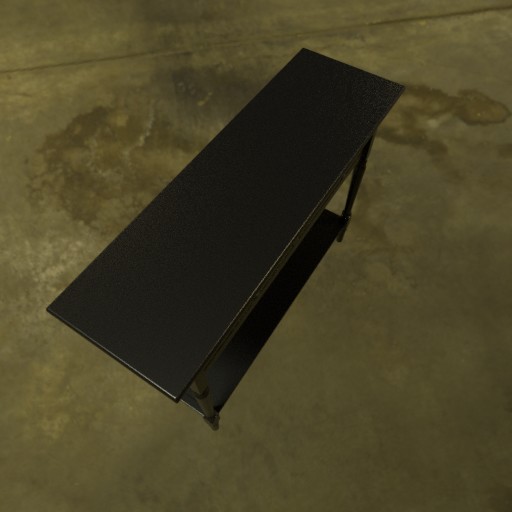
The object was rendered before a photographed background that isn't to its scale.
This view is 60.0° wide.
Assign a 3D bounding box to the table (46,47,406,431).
[{"bbox_3d":[0.000,0.000,1.570,0.386,0.819,1.191,29,63,17],"label":"table"}]
